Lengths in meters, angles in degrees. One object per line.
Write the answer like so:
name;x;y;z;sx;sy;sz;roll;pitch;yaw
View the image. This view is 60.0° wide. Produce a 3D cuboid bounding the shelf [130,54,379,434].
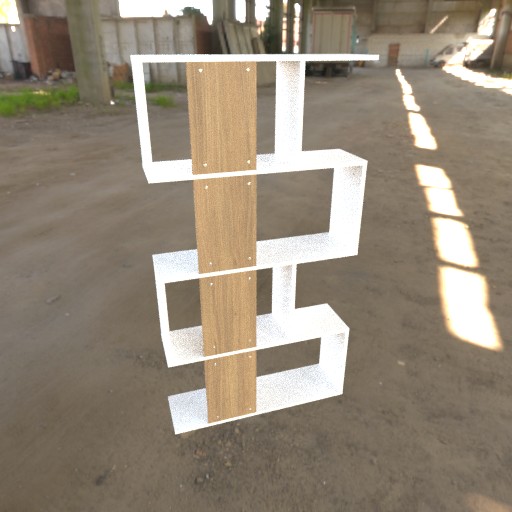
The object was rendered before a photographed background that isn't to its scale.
shelf;0.000;0.000;1.998;0.890;1.650;0.250;-8;26;-16
